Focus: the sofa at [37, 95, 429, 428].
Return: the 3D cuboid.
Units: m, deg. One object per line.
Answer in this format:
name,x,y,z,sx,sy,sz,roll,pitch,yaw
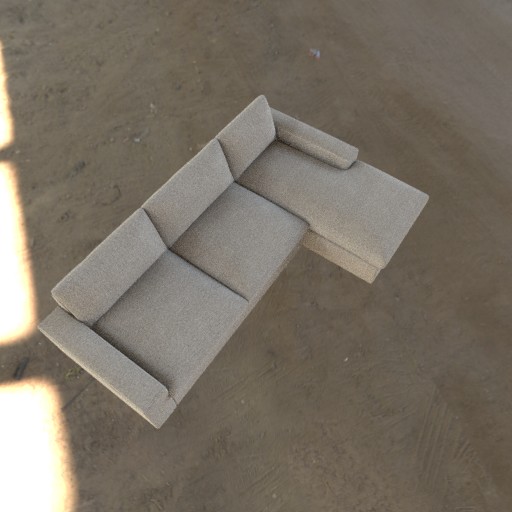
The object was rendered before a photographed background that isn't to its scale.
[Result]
sofa,0.000,0.000,3.381,1.689,0.813,2.718,31,63,18
